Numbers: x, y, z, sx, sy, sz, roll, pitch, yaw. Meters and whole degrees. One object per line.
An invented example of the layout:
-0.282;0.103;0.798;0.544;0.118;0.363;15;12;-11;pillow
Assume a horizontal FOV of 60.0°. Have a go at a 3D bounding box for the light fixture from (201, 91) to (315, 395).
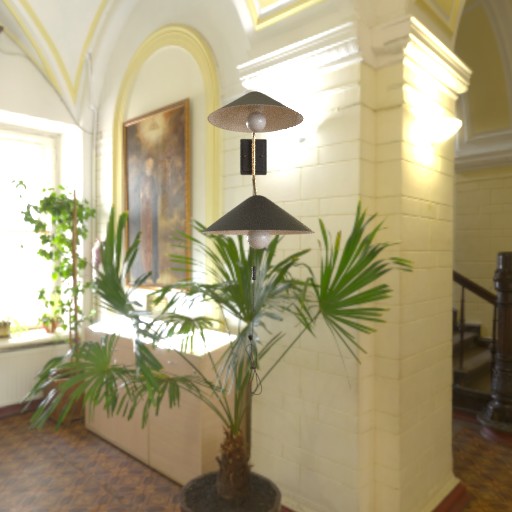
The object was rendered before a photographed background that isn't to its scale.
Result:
0.000;0.000;0.860;0.189;0.665;0.422;0;1;-2;light fixture
